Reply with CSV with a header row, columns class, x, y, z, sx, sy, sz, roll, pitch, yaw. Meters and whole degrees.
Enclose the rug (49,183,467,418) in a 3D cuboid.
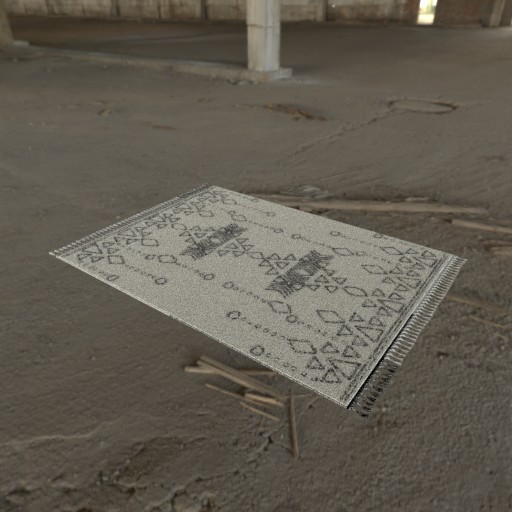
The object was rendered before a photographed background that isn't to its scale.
class,x,y,z,sx,sy,sz,roll,pitch,yaw
rug,0.000,0.000,2.973,2.312,0.013,1.600,20,36,31
